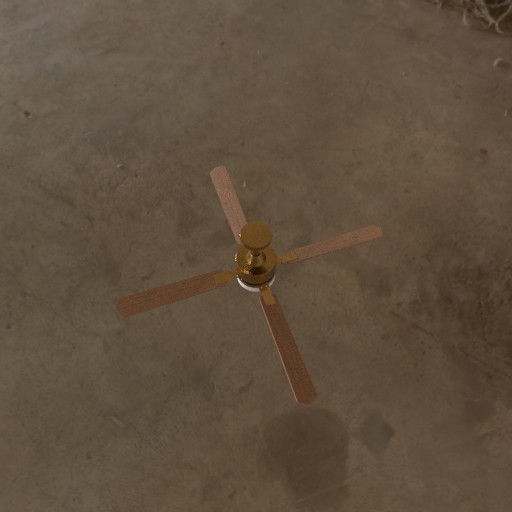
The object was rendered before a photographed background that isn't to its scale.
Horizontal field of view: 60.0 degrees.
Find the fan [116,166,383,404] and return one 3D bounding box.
[{"bbox_3d":[0.000,0.000,1.998,1.320,0.355,1.320,-16,61,-9],"label":"fan"}]
